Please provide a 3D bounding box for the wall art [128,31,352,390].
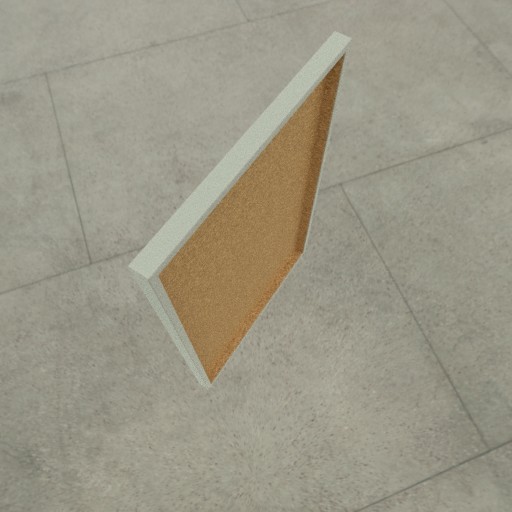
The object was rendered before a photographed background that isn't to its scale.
[{"bbox_3d":[0.000,0.000,1.159,0.038,0.914,0.610,31,68,14],"label":"wall art"}]
